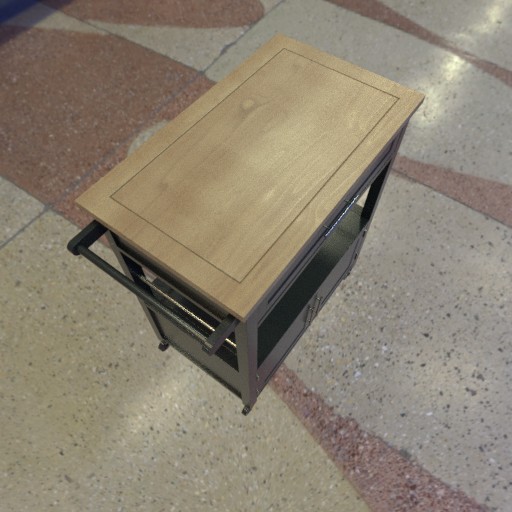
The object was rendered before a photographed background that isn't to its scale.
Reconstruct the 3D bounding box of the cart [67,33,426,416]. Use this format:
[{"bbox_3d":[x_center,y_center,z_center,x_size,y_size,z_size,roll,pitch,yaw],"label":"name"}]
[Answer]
[{"bbox_3d":[0.000,0.000,1.403,0.459,0.901,0.840,32,64,18],"label":"cart"}]
